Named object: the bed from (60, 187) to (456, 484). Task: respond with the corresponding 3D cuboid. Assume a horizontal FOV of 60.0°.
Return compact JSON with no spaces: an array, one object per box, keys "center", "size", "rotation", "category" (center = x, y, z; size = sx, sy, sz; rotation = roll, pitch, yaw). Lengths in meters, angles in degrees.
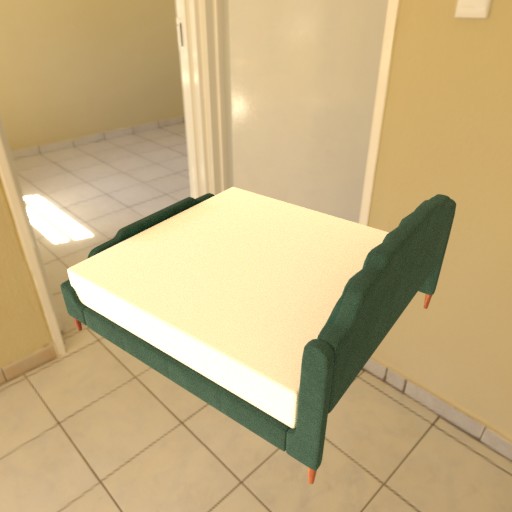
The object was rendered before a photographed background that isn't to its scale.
[{"center":[0.000,0.000,3.487],"size":[2.340,1.245,2.074],"rotation":[21,37,30],"category":"bed"}]
